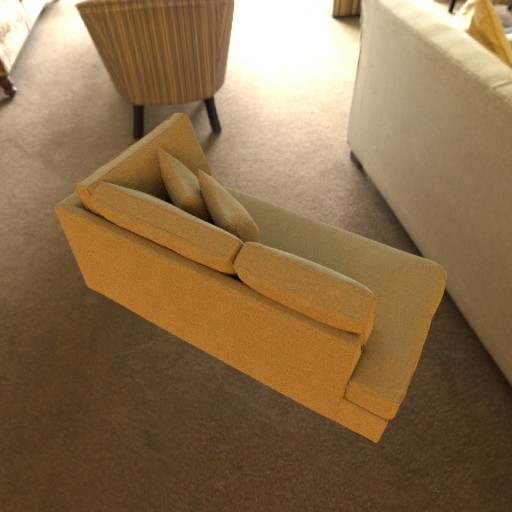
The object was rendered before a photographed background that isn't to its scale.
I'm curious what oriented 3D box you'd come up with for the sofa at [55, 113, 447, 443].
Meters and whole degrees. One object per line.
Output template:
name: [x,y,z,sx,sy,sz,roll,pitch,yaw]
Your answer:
sofa: [0.000,0.000,2.837,2.238,1.019,1.110,23,50,21]
